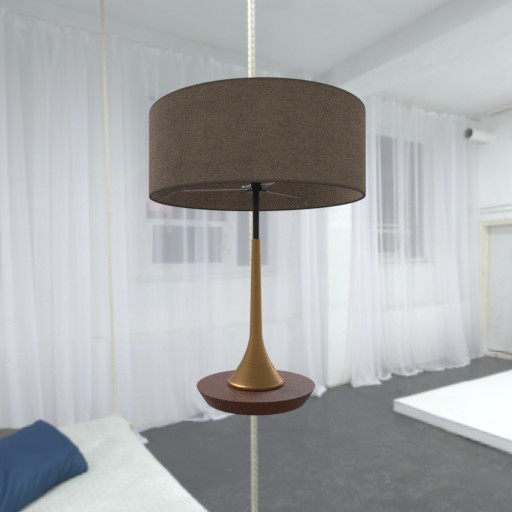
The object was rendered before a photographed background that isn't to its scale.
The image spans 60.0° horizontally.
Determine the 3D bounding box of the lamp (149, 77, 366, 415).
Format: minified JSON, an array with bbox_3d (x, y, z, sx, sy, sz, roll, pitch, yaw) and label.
[{"bbox_3d":[0.000,0.000,0.860,0.417,0.551,0.396,0,-1,37],"label":"lamp"}]
